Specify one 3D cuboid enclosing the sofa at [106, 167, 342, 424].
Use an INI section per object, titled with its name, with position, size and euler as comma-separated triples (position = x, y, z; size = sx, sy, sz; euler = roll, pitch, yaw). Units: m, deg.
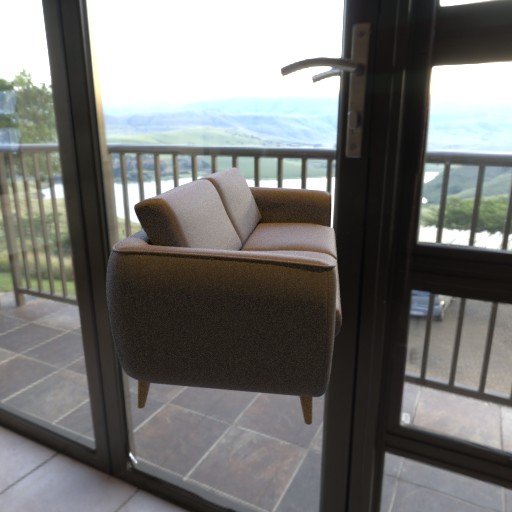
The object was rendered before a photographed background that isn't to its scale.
[sofa]
position = 0.000, 0.000, 2.567
size = 0.920, 0.870, 2.000
euler = 2, 16, 8
